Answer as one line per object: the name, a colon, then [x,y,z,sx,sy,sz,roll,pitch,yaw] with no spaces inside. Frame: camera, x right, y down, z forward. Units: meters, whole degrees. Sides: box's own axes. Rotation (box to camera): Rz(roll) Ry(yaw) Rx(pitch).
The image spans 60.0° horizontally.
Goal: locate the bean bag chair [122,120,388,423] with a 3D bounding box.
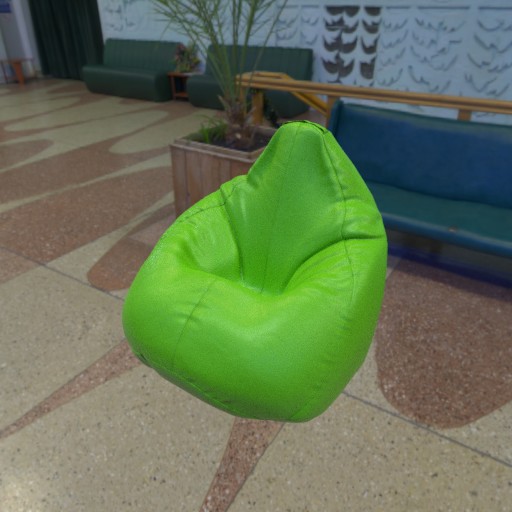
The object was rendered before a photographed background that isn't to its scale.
bean bag chair: [0.000,0.000,1.880,1.070,0.990,1.070,19,35,29]
